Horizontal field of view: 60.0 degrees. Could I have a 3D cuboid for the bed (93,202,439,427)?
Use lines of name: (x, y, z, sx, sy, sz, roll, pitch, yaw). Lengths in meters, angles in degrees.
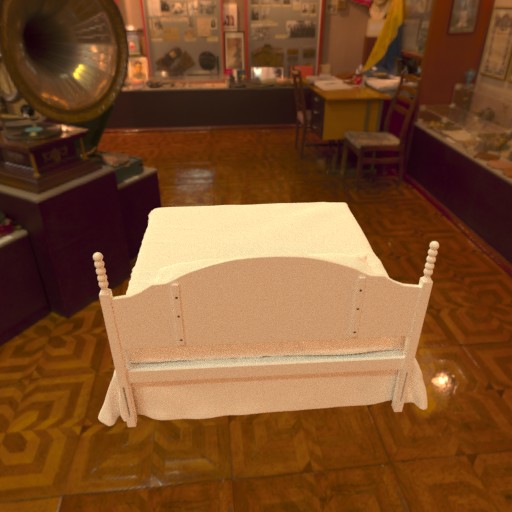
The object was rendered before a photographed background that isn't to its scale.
bed: (0.000, 0.000, 3.689, 2.322, 1.355, 2.219, -2, 30, -3)
